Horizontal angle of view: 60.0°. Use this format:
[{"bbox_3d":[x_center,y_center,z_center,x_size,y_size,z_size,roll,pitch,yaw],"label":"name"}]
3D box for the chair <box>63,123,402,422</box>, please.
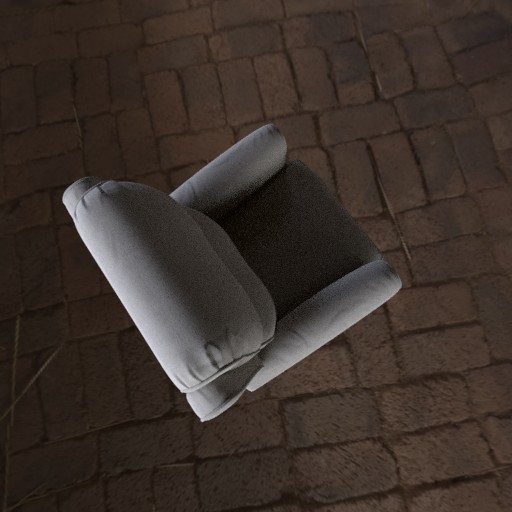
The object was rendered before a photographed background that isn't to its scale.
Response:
[{"bbox_3d":[0.000,0.000,1.729,0.919,1.046,0.859,-34,76,-10],"label":"chair"}]
